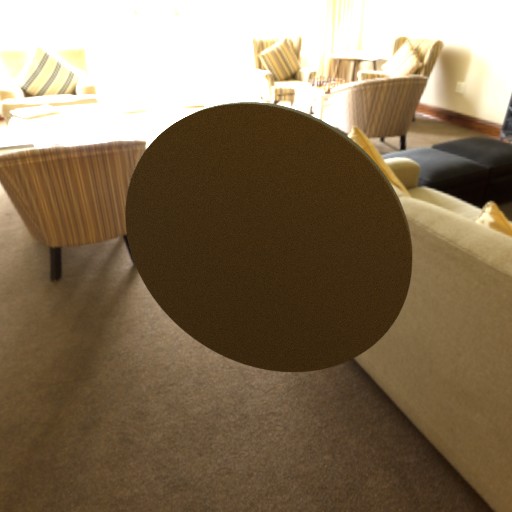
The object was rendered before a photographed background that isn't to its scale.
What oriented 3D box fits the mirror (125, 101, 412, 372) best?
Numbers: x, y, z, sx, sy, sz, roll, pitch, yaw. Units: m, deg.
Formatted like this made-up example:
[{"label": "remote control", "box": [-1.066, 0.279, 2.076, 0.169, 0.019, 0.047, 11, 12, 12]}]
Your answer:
[{"label": "mirror", "box": [0.000, 0.000, 1.619, 1.077, 1.077, 0.036, 10, 32, 17]}]
